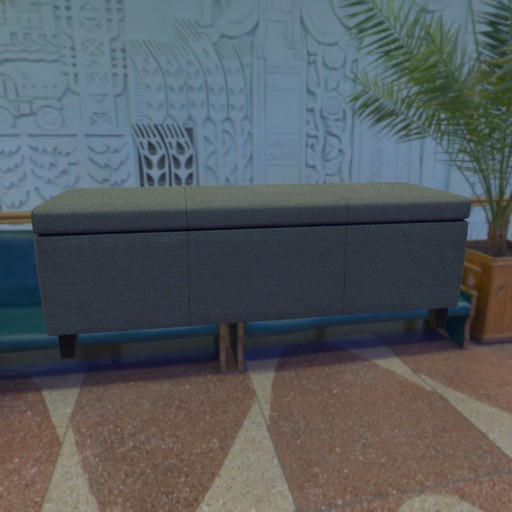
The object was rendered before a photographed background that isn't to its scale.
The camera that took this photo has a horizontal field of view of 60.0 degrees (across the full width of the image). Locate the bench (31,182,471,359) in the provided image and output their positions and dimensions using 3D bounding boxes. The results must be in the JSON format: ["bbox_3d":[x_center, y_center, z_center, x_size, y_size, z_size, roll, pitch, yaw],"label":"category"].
[{"bbox_3d":[0.000,0.000,1.483,1.269,0.438,0.446,-3,16,-9],"label":"bench"}]
